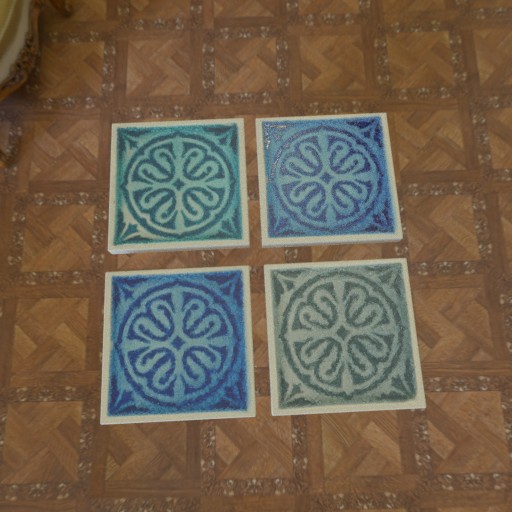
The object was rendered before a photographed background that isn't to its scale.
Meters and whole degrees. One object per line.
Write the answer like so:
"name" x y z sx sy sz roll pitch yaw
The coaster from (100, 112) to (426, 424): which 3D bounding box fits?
"coaster" 0.000 0.000 0.322 0.214 0.010 0.219 -3 76 -1
